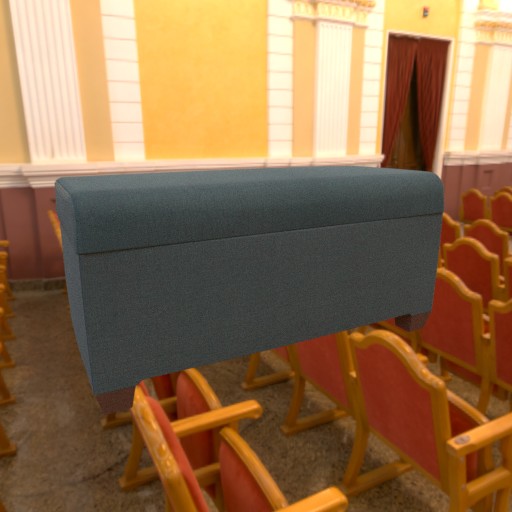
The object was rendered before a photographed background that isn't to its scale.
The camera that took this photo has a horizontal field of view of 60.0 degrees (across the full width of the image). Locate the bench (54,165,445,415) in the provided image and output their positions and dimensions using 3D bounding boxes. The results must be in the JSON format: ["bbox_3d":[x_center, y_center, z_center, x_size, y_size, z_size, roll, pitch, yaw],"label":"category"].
[{"bbox_3d":[0.000,0.000,1.254,0.995,0.474,0.476,-8,17,-26],"label":"bench"}]
